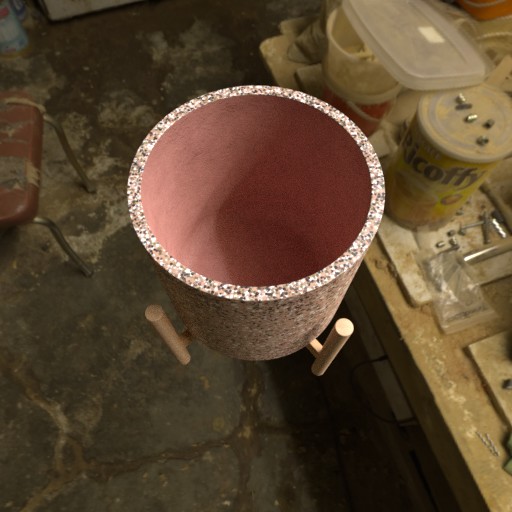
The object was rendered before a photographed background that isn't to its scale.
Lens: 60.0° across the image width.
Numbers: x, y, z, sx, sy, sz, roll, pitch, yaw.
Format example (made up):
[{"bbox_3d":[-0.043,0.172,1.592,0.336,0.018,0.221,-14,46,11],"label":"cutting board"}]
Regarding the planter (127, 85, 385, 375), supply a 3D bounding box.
[{"bbox_3d":[0.000,0.000,0.713,0.360,0.419,0.360,-16,66,-8],"label":"planter"}]
